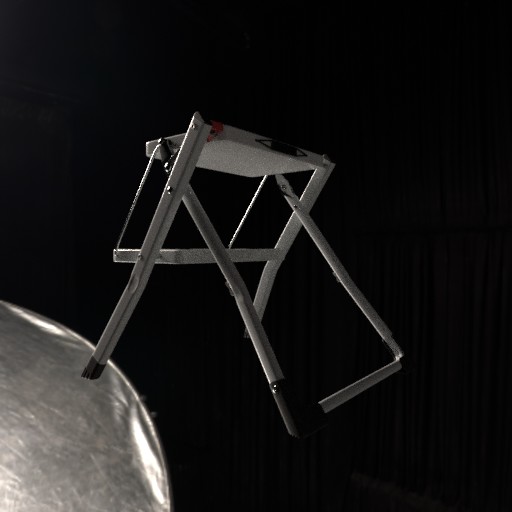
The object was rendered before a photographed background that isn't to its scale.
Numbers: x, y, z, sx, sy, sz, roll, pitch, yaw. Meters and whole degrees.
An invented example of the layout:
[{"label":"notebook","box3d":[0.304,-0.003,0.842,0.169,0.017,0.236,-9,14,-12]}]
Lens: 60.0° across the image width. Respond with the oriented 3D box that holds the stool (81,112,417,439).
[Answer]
[{"label":"stool","box3d":[0.000,0.000,0.865,0.490,0.445,0.485,1,1,38]}]
